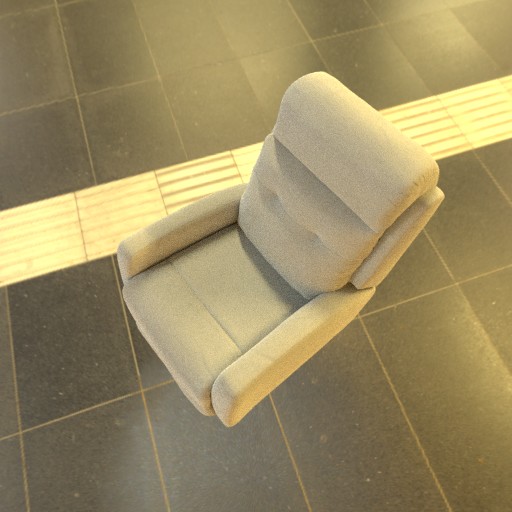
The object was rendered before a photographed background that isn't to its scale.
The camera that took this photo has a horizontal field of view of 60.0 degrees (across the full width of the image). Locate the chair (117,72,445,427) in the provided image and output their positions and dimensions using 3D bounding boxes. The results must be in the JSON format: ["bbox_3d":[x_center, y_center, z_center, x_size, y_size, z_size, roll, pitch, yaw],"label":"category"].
[{"bbox_3d":[0.000,0.000,1.726,1.043,1.013,0.798,-35,68,-16],"label":"chair"}]
